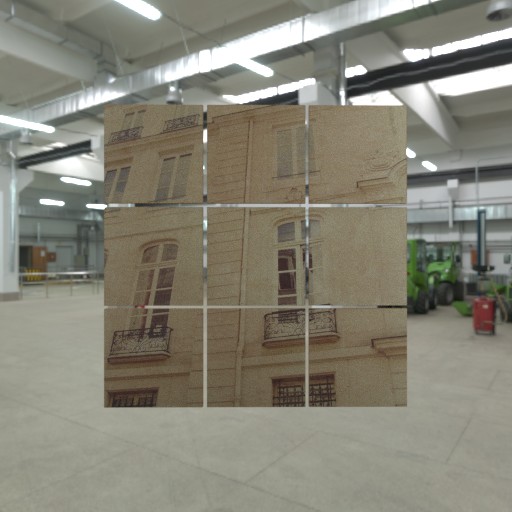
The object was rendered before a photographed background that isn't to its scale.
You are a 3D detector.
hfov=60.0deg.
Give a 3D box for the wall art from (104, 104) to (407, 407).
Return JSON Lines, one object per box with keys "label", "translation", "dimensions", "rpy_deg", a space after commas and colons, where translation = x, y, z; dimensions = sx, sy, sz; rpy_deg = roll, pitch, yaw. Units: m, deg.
{"label": "wall art", "translation": [0.000, 0.000, 1.347], "dimensions": [0.915, 0.913, 0.018], "rpy_deg": [0, 0, -1]}
